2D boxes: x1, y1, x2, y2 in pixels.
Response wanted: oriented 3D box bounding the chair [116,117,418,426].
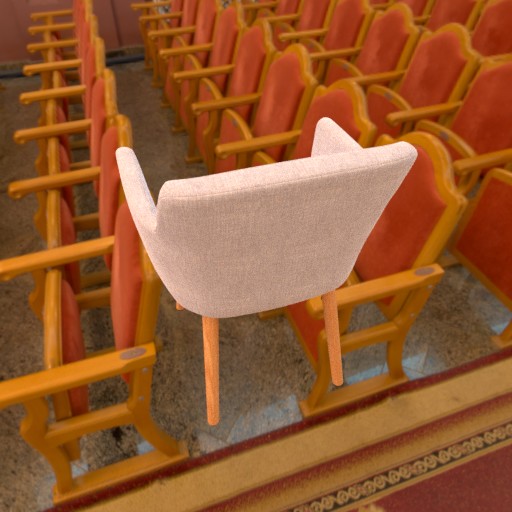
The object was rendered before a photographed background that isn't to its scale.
[{"bbox_3d":[0.000,0.000,1.134,0.570,0.780,0.540,-12,42,-14],"label":"chair"}]
